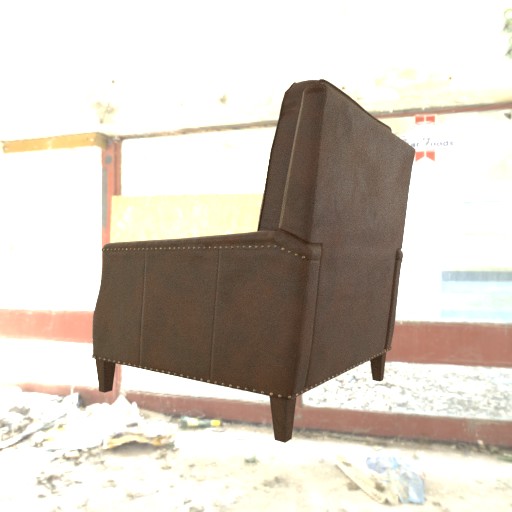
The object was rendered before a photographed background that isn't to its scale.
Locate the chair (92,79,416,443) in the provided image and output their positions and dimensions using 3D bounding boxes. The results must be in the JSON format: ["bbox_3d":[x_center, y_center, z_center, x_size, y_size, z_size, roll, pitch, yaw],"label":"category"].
[{"bbox_3d":[0.000,0.000,1.786,1.035,1.054,0.854,0,-1,35],"label":"chair"}]
